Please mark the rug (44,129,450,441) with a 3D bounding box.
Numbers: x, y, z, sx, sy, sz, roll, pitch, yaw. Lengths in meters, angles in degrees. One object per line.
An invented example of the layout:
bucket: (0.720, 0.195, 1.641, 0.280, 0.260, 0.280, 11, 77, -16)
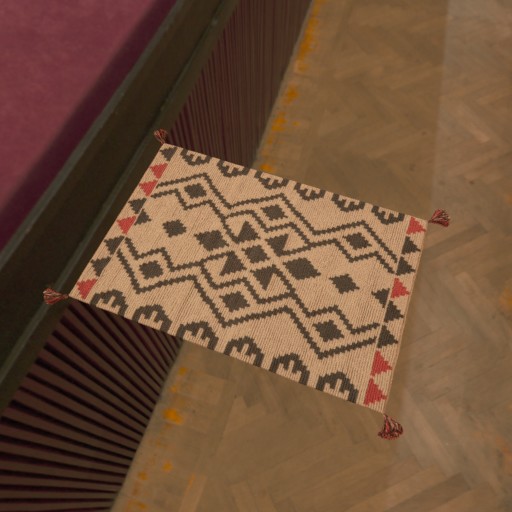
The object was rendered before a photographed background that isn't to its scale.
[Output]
rug: (0.000, 0.000, 2.619, 2.069, 0.067, 1.444, 18, 63, 10)
